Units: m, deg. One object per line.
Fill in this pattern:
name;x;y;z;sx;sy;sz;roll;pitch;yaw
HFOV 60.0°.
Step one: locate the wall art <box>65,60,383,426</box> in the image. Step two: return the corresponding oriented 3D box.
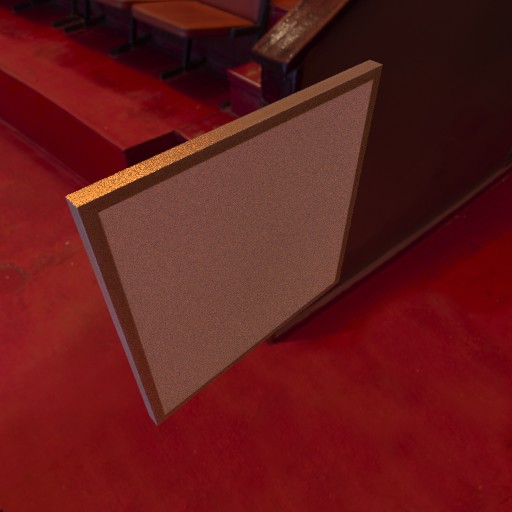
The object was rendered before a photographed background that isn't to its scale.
wall art;0.000;0.000;1.121;0.762;0.760;0.037;-33;54;-28
